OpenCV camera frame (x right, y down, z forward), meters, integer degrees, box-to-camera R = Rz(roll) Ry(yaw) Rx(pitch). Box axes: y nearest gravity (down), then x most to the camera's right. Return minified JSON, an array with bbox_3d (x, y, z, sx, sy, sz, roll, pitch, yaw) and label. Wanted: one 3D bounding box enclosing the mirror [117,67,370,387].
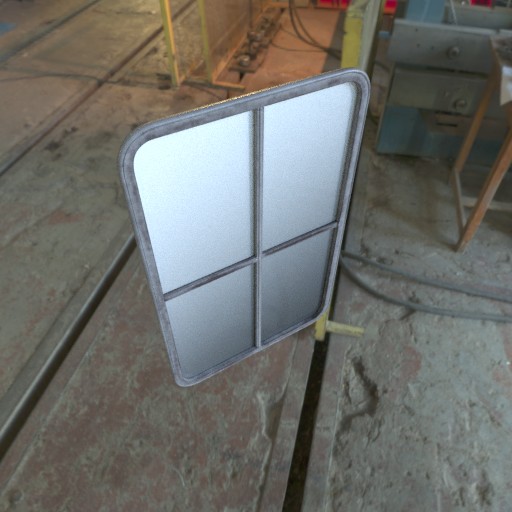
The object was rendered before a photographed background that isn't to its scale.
[{"bbox_3d":[0.000,0.000,0.922,0.461,0.713,0.024,-23,50,-21],"label":"mirror"}]
